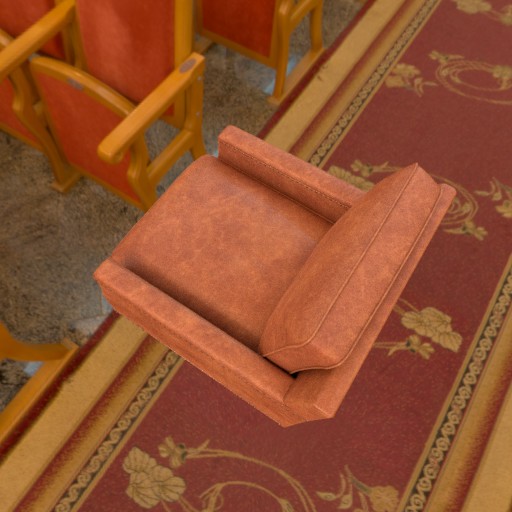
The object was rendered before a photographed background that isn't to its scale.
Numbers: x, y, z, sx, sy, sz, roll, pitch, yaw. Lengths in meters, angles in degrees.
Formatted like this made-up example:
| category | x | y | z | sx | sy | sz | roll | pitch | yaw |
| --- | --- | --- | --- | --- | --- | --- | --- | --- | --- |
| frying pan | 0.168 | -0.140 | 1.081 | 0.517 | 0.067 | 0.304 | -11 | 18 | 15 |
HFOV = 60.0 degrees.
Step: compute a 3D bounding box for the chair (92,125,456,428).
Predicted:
| category | x | y | z | sx | sy | sz | roll | pitch | yaw |
| --- | --- | --- | --- | --- | --- | --- | --- | --- | --- |
| chair | 0.000 | 0.000 | 1.693 | 1.014 | 0.943 | 0.853 | 31 | 67 | 15 |
